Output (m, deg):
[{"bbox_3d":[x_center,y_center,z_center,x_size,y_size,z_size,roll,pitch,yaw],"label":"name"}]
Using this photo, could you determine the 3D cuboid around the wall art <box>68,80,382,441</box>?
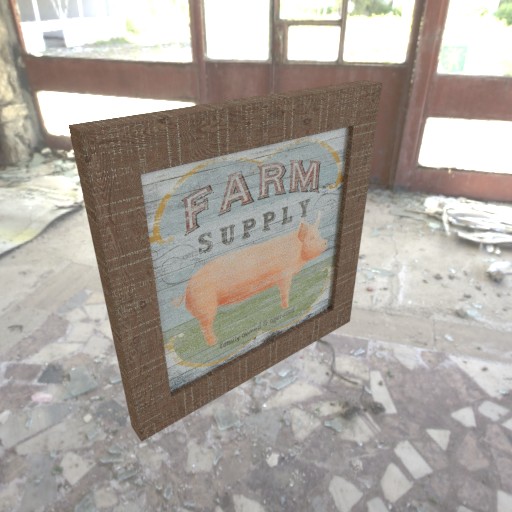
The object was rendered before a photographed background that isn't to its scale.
[{"bbox_3d":[0.000,0.000,0.783,0.531,0.531,0.040,-22,37,-32],"label":"wall art"}]
